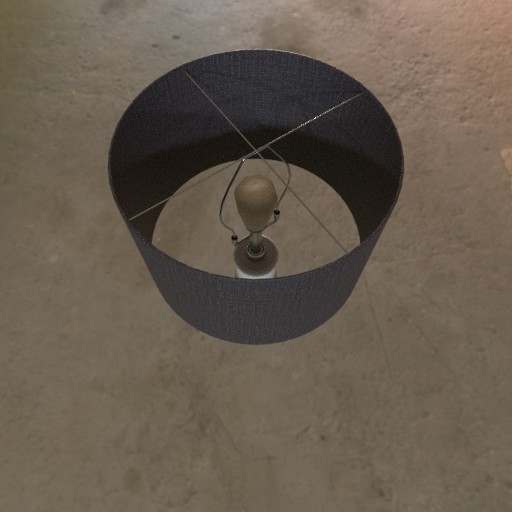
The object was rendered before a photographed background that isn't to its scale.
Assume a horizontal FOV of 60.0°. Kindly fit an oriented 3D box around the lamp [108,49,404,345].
[{"bbox_3d":[0.000,0.000,0.674,0.303,0.488,0.303,0,63,0],"label":"lamp"}]
